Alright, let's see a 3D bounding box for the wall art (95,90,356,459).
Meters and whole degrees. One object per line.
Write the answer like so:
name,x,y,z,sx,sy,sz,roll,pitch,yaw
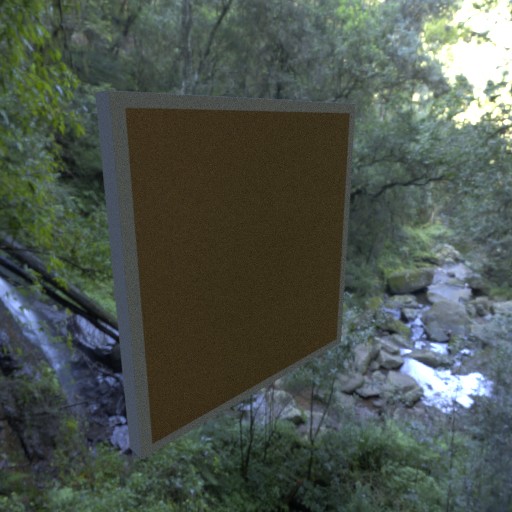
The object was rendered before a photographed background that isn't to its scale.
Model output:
wall art,0.000,0.000,0.459,0.020,0.307,0.307,16,23,42
